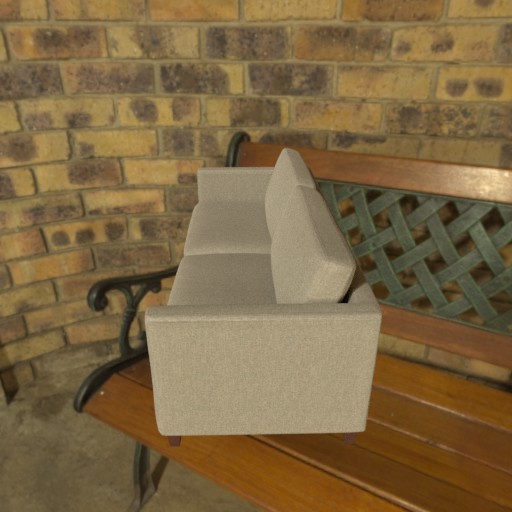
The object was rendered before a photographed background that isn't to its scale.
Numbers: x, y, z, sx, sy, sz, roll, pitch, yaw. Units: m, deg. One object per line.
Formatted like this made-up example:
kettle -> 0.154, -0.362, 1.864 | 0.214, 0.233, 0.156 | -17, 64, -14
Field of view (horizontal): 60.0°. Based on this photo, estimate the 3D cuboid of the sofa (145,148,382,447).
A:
sofa -> 0.000, 0.000, 2.780 | 0.956, 0.963, 2.208 | -1, 26, -1
